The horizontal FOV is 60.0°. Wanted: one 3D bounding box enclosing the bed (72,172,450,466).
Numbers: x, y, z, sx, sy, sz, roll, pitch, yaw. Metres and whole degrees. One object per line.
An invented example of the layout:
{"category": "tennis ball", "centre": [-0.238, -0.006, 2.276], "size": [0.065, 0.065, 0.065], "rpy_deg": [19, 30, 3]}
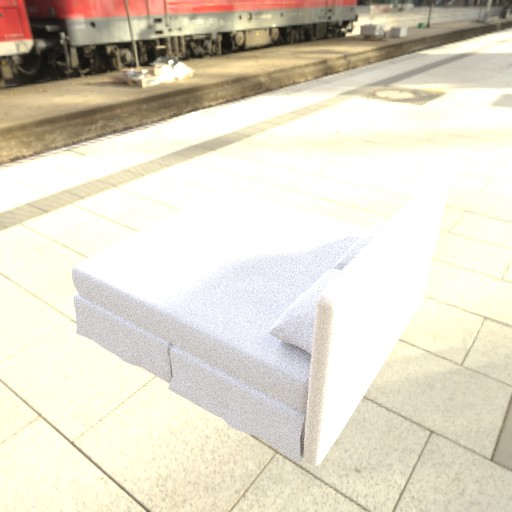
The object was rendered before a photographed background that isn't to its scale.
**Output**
{"category": "bed", "centre": [0.000, 0.000, 3.626], "size": [2.341, 1.317, 2.119], "rpy_deg": [20, 36, 29]}
